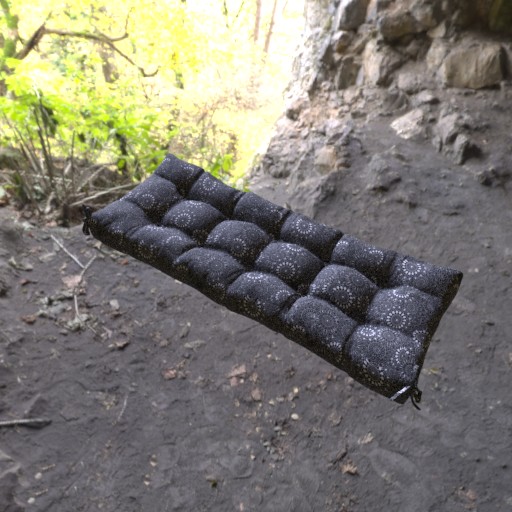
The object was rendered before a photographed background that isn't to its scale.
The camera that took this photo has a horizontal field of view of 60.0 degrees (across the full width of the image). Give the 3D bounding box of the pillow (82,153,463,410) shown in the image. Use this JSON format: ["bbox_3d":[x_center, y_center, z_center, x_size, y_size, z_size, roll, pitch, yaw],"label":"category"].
[{"bbox_3d":[0.000,0.000,1.382,1.194,0.174,0.511,25,52,21],"label":"pillow"}]
